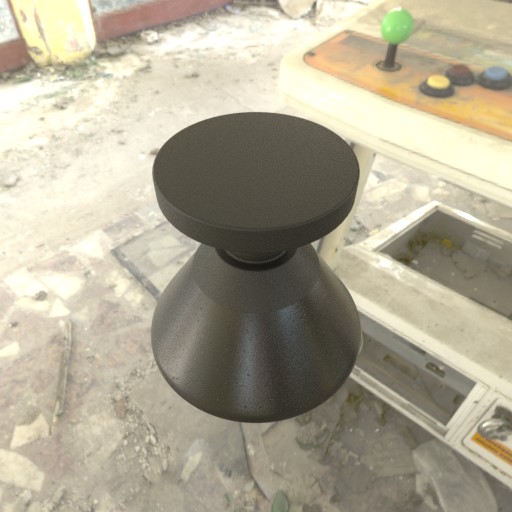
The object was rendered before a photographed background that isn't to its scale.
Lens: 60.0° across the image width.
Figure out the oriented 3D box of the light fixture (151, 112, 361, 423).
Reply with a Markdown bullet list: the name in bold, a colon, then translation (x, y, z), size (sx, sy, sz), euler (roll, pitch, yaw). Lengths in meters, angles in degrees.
- **light fixture**: translation (0.000, 0.000, 0.364), size (0.200, 0.183, 0.200), euler (0, 45, 0)
